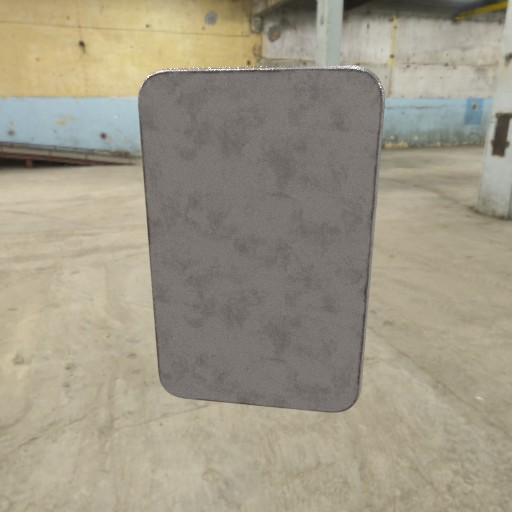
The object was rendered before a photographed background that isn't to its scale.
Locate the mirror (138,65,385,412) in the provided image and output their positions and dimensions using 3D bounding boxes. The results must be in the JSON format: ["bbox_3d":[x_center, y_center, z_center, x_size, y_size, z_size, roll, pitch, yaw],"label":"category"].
[{"bbox_3d":[0.000,0.000,0.903,0.461,0.713,0.024,3,18,8],"label":"mirror"}]
